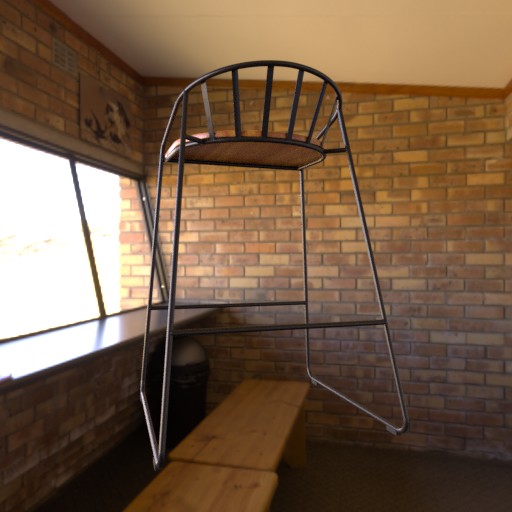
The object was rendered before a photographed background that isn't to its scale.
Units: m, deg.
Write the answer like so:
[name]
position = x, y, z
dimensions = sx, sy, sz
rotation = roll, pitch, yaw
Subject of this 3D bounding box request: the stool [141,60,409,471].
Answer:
[stool]
position = 0.000, 0.000, 1.134
dimensions = 0.546, 0.812, 0.521
rotation = 0, 0, -18
